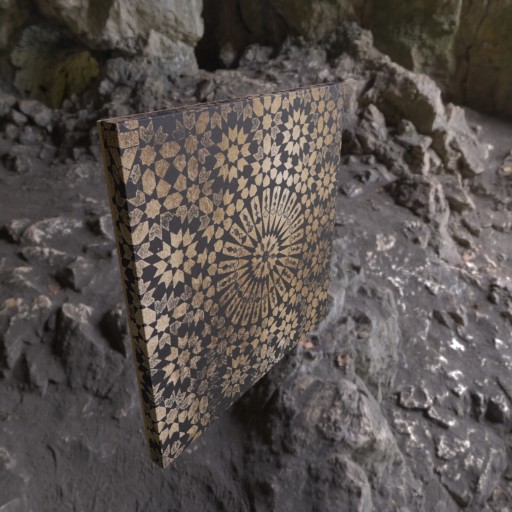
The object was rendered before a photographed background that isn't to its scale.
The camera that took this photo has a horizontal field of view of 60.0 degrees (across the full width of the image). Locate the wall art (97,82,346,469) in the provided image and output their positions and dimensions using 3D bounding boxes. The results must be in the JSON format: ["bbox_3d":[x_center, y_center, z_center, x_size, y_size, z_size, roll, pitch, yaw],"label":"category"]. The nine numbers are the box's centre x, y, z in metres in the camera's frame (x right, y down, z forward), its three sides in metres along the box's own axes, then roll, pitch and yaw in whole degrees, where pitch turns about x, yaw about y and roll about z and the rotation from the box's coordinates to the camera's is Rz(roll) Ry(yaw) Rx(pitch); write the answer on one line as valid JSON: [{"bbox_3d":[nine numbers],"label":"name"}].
[{"bbox_3d":[0.000,0.000,0.895,0.038,0.612,0.612,19,32,32],"label":"wall art"}]
